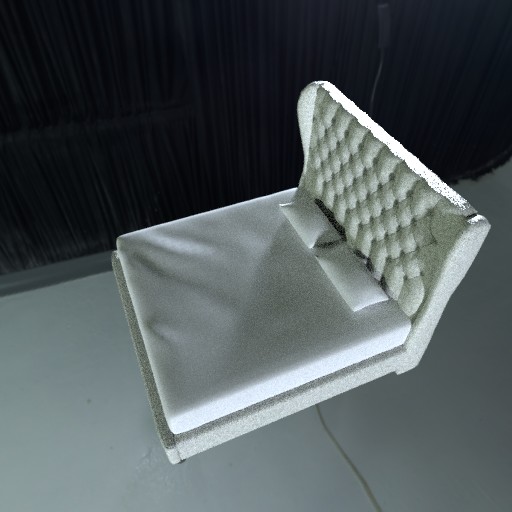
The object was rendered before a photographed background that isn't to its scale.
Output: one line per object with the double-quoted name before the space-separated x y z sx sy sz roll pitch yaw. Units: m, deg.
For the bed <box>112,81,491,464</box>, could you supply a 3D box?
"bed" 0.000 0.000 3.773 2.347 1.771 2.219 -17 49 -15
